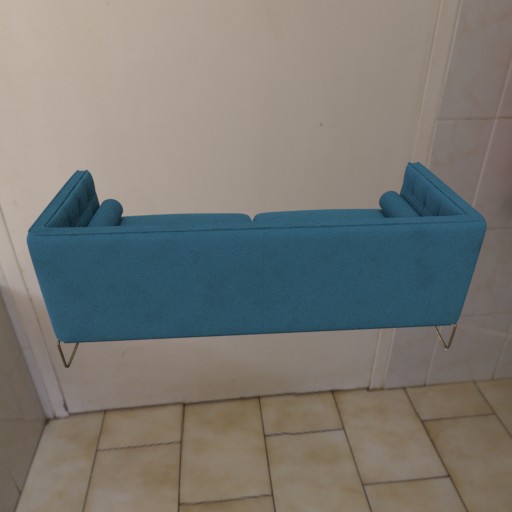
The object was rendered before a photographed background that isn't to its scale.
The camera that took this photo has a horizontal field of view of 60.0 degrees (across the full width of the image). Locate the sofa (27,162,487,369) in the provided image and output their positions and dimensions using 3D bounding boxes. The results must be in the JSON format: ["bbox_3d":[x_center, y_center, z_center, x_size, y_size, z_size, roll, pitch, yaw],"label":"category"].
[{"bbox_3d":[0.000,0.000,2.493,2.087,0.789,0.867,-2,31,-3],"label":"sofa"}]
